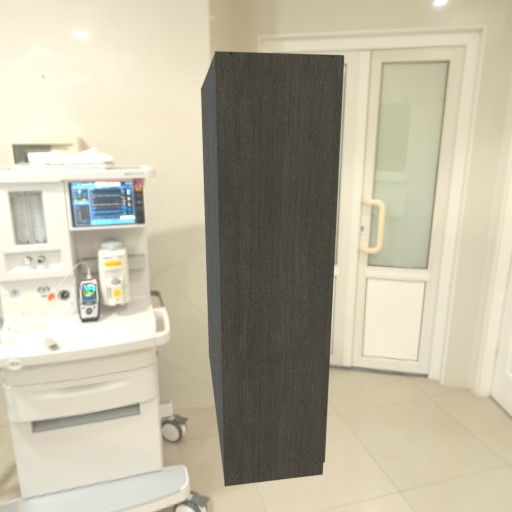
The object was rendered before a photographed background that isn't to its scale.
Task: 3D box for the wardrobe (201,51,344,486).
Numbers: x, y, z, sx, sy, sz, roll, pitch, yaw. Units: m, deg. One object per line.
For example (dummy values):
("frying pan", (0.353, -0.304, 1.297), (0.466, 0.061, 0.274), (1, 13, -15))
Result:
("wardrobe", (0.000, 0.000, 2.518), (0.510, 1.910, 1.290), (-2, 15, -9))
